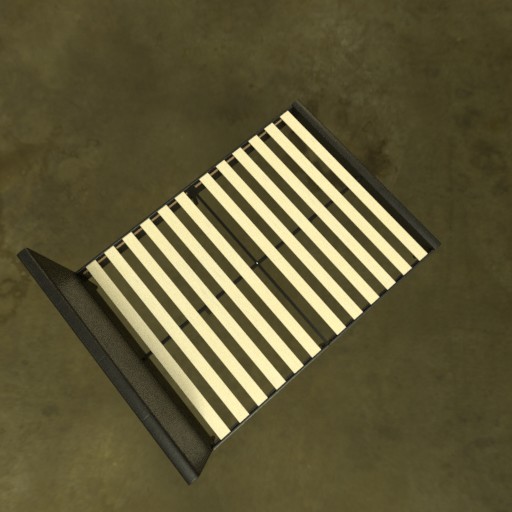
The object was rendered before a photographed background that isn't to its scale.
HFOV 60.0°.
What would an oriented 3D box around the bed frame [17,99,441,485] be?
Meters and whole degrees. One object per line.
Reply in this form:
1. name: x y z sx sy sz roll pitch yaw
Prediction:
1. bed frame: 0.000 0.000 3.172 2.318 1.127 1.634 -40 79 -9
